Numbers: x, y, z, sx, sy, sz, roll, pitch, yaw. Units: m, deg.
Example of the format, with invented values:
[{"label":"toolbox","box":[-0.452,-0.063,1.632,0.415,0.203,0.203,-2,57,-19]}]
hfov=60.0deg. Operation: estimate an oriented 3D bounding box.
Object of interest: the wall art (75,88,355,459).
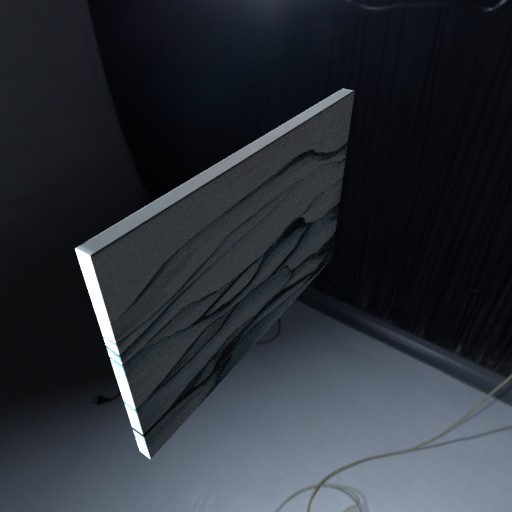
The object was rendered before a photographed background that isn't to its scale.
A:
[{"label":"wall art","box":[0.000,0.000,1.150,0.039,0.609,0.914,24,44,27]}]
